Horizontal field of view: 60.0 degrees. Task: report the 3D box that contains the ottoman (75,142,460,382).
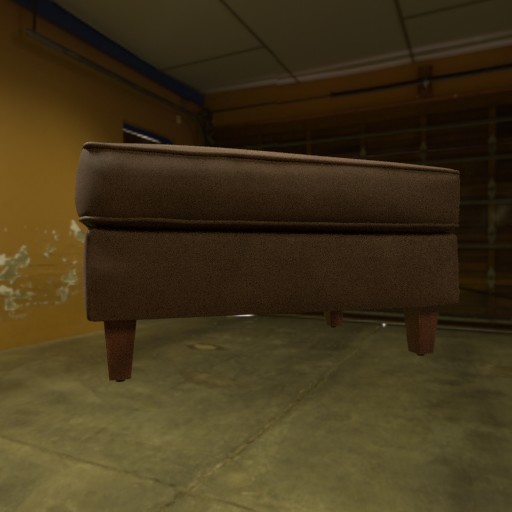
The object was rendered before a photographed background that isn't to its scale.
[{"bbox_3d":[0.000,0.000,1.174,0.860,0.481,0.596,0,0,-18],"label":"ottoman"}]
